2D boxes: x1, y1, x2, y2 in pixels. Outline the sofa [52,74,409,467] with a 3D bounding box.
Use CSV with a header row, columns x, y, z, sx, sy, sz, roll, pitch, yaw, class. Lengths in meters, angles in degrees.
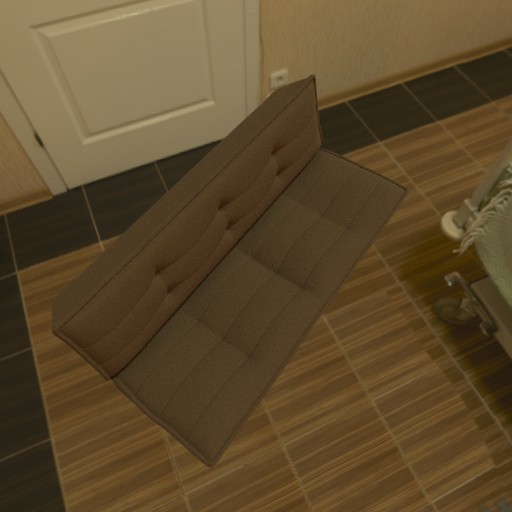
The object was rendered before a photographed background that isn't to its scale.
x,y,z,sx,sy,sz,roll,pitch,yaw,class
0.000,0.000,2.437,0.950,0.890,1.940,32,65,17,sofa
